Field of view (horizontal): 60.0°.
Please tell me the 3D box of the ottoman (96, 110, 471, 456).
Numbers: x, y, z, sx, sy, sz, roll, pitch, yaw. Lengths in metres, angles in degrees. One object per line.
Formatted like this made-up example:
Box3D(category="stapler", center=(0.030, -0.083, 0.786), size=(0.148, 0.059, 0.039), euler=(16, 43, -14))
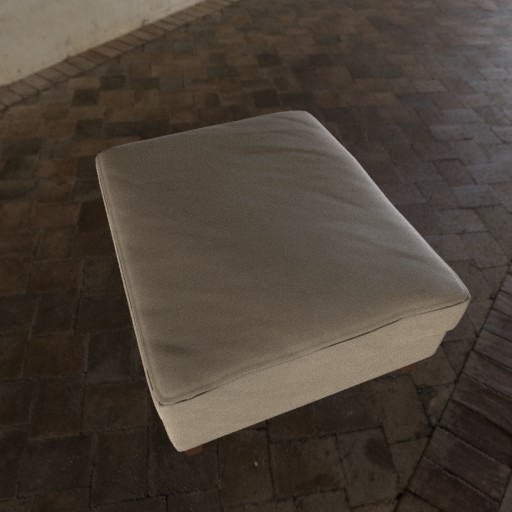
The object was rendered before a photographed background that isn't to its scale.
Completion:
Box3D(category="ottoman", center=(0.000, 0.000, 1.466), size=(0.836, 0.492, 1.002), euler=(-16, 50, -14))
